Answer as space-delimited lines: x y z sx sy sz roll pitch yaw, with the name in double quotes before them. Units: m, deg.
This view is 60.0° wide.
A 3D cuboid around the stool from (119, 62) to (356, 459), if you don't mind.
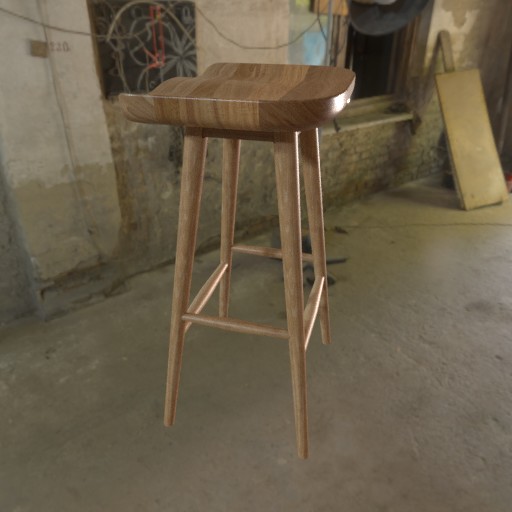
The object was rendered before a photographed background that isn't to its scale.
"stool" 0.000 0.000 0.925 0.322 0.698 0.407 8 30 13
